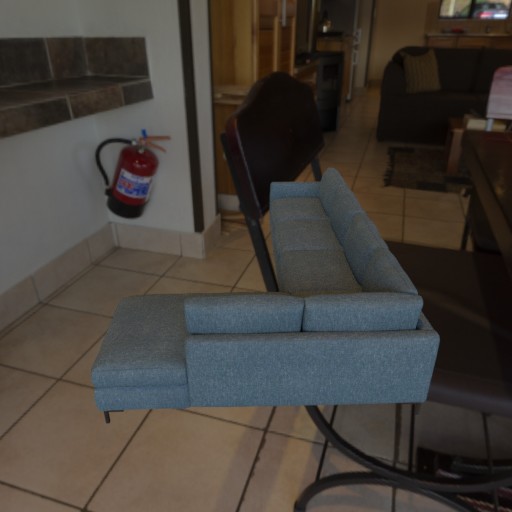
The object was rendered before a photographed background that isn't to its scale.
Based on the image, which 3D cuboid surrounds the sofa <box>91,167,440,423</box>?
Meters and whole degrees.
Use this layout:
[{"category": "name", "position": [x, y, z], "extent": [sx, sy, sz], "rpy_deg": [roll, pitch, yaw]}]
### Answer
[{"category": "sofa", "position": [0.000, 0.000, 3.837], "extent": [2.007, 0.815, 2.949], "rpy_deg": [-1, 27, -1]}]
